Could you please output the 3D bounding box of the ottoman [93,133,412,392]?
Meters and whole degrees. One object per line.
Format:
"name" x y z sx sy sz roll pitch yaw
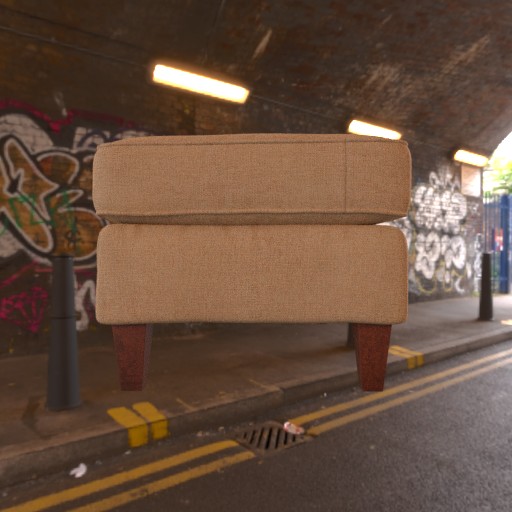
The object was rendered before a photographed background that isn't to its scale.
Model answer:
"ottoman" 0.000 0.000 1.192 0.583 0.484 0.862 0 1 1
